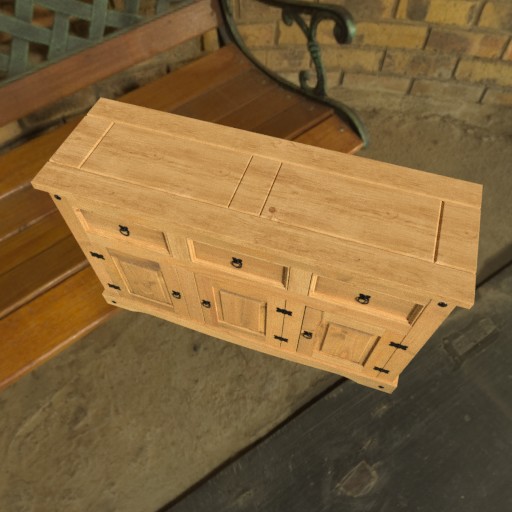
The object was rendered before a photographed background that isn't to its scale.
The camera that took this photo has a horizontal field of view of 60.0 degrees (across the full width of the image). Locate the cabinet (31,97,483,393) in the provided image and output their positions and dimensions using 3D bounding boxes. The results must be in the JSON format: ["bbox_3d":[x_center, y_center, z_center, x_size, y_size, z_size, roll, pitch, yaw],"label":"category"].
[{"bbox_3d":[0.000,0.000,1.701,1.321,0.810,0.432,16,58,10],"label":"cabinet"}]
